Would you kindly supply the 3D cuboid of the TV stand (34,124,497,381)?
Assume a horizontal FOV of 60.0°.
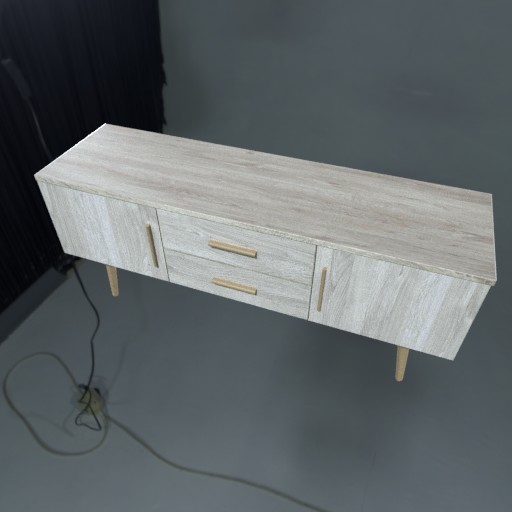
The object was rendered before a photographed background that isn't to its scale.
[{"bbox_3d":[0.000,0.000,1.503,1.313,0.565,0.401,14,44,15],"label":"TV stand"}]
